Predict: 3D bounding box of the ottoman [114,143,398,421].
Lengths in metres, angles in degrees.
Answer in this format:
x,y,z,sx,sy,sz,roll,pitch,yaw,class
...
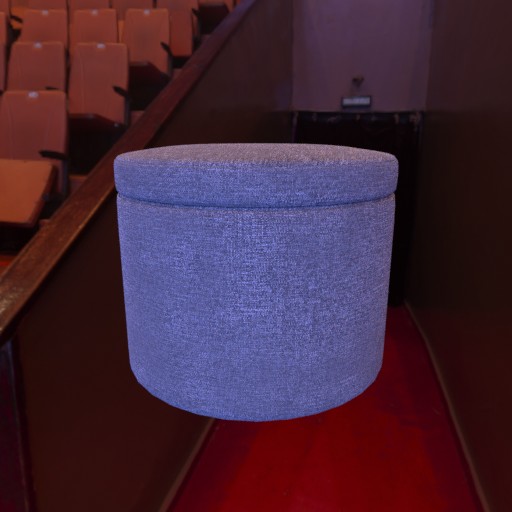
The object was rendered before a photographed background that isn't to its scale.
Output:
x,y,z,sx,sy,sz,roll,pitch,yaw,class
0.000,0.000,0.858,0.500,0.419,0.500,0,15,0,ottoman
